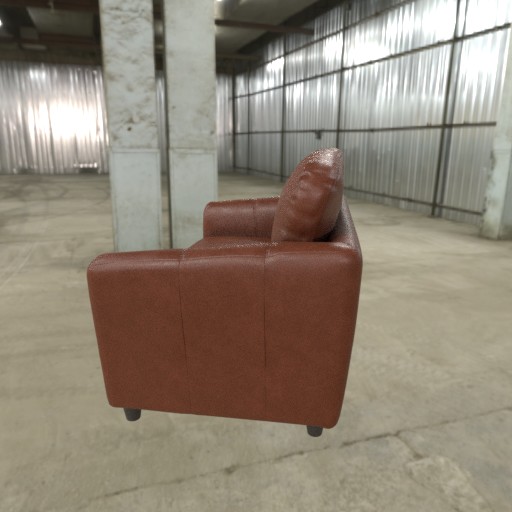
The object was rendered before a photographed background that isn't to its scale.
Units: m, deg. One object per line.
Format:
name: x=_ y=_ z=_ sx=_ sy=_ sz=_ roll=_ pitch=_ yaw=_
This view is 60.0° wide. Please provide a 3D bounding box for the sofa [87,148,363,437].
sofa: x=0.000 y=0.000 z=1.915 sx=0.805 sy=0.906 sz=1.406 roll=2 pitch=14 yaw=9
